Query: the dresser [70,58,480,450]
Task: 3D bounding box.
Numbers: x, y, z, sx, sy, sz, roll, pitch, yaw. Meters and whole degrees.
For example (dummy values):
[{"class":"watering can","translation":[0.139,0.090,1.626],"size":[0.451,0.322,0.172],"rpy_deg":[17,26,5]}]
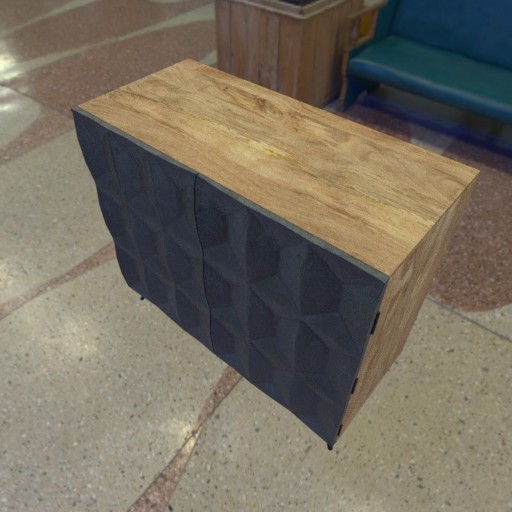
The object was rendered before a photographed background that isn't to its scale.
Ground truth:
[{"class":"dresser","translation":[0.000,0.000,1.405],"size":[0.967,0.847,0.446],"rpy_deg":[32,54,27]}]
